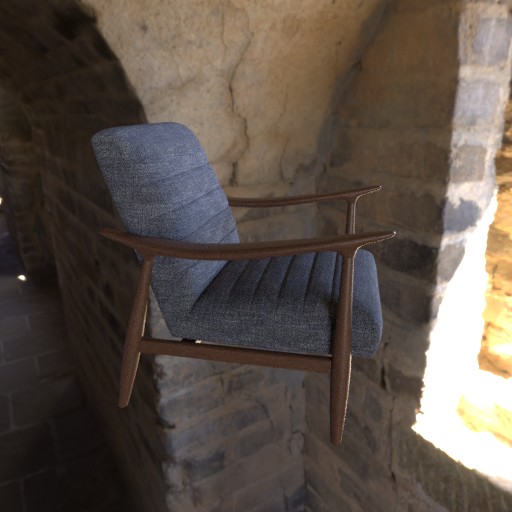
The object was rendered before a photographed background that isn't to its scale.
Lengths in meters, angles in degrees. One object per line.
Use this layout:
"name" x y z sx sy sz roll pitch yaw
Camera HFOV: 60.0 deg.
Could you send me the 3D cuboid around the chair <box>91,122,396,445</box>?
"chair" 0.000 0.000 1.458 0.798 0.832 0.741 4 19 12
